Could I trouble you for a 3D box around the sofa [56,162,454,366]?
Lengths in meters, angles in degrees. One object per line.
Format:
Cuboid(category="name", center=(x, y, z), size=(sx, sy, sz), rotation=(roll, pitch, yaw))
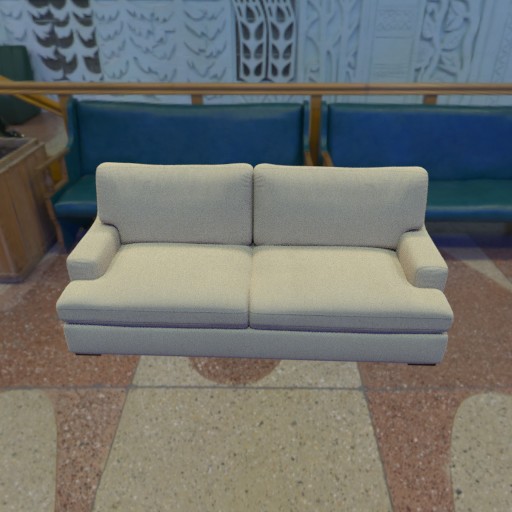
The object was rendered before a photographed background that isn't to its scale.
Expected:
Cuboid(category="sofa", center=(0.000, 0.000, 2.667), size=(2.147, 0.925, 0.929), rotation=(1, 31, 2))
